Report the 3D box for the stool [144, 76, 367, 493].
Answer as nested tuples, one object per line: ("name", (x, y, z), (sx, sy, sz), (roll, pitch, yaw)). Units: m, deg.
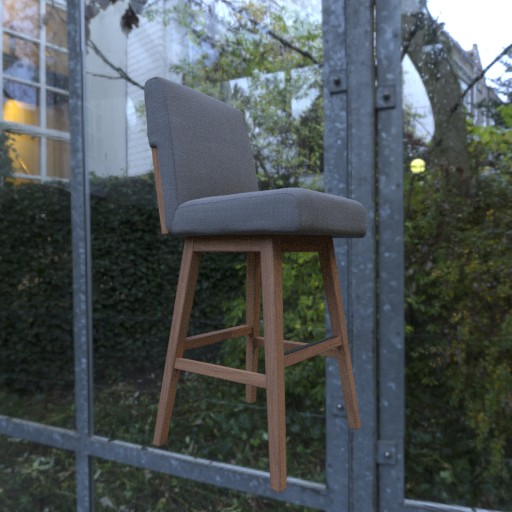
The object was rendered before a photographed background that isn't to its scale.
("stool", (0.000, 0.000, 1.377), (0.570, 1.112, 0.483), (1, 1, 36))
